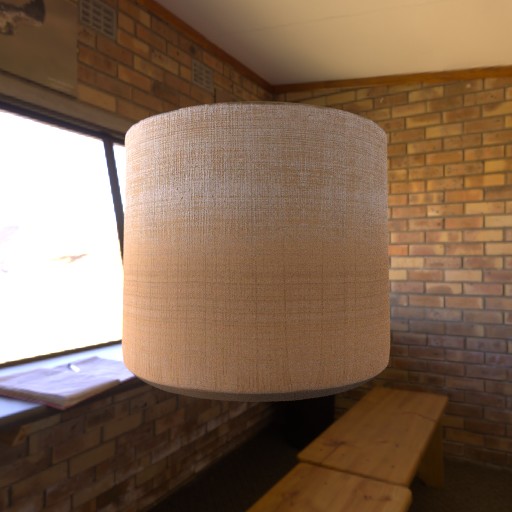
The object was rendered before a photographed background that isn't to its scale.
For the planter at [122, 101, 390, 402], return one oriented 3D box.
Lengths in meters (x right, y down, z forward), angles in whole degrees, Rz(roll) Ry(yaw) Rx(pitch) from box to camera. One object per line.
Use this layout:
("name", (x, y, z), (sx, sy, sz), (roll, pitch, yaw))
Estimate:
("planter", (0.000, 0.000, 0.438), (0.254, 0.221, 0.254), (0, 0, 0))
